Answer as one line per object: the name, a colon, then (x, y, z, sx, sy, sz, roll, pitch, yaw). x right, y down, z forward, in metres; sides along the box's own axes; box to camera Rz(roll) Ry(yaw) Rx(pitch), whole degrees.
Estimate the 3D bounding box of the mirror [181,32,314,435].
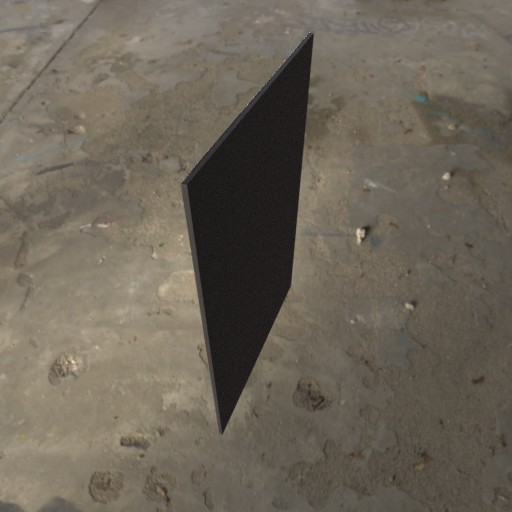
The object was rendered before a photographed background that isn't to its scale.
mirror: (0.000, 0.000, 1.166, 0.039, 0.914, 0.613, 17, 49, 15)
